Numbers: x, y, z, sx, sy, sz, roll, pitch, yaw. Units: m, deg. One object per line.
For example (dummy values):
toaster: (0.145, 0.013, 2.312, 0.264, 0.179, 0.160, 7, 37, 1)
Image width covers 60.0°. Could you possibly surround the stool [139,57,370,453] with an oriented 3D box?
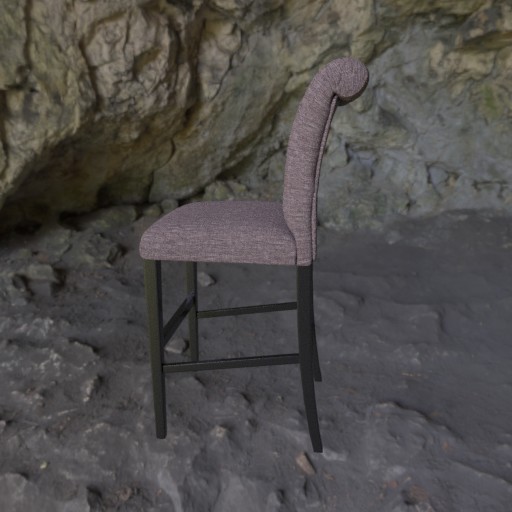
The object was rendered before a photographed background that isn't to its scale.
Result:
stool: (0.000, 0.000, 1.437, 0.613, 1.131, 0.452, 2, 17, 7)
